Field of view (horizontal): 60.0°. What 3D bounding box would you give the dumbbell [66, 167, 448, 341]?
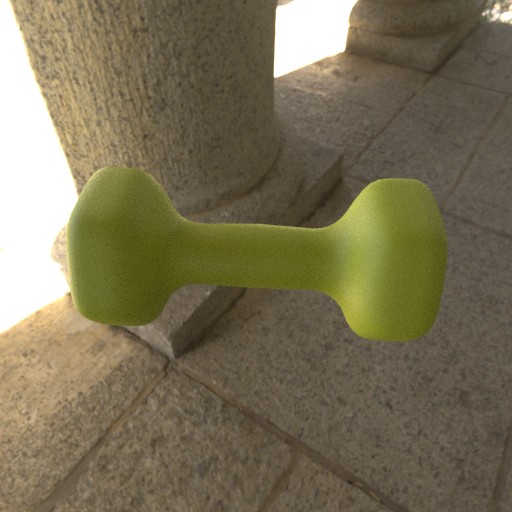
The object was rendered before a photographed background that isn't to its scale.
[{"bbox_3d":[0.000,0.000,0.211,0.164,0.072,0.080,3,47,3],"label":"dumbbell"}]
